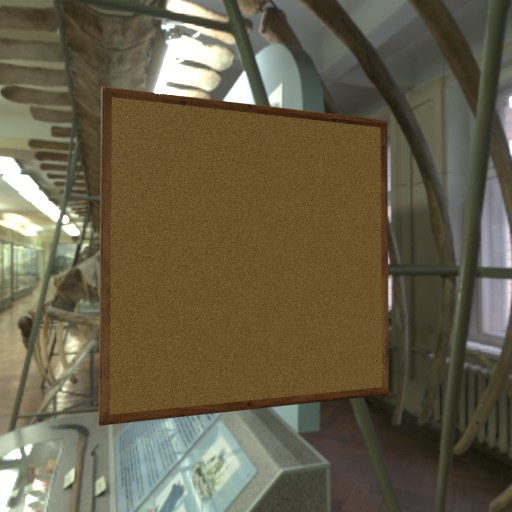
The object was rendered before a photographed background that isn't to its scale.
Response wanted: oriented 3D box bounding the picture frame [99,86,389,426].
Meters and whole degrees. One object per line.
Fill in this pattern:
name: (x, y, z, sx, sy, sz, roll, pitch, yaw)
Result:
picture frame: (0.000, 0.000, 0.531, 0.352, 0.356, 0.028, 0, -1, -18)
